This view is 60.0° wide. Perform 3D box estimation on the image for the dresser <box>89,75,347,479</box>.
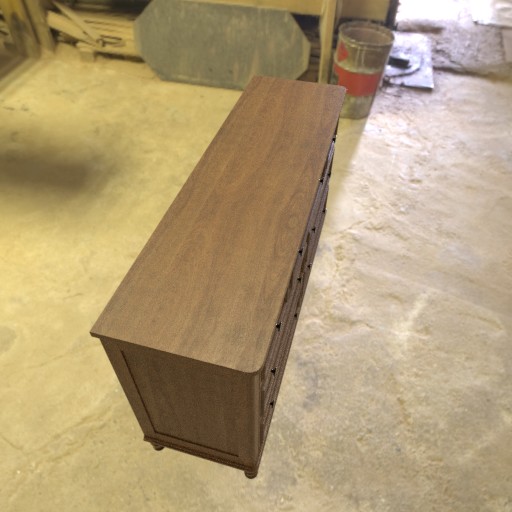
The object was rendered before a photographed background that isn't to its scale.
[{"bbox_3d":[0.000,0.000,1.975,0.468,0.892,1.583,12,48,11],"label":"dresser"}]
